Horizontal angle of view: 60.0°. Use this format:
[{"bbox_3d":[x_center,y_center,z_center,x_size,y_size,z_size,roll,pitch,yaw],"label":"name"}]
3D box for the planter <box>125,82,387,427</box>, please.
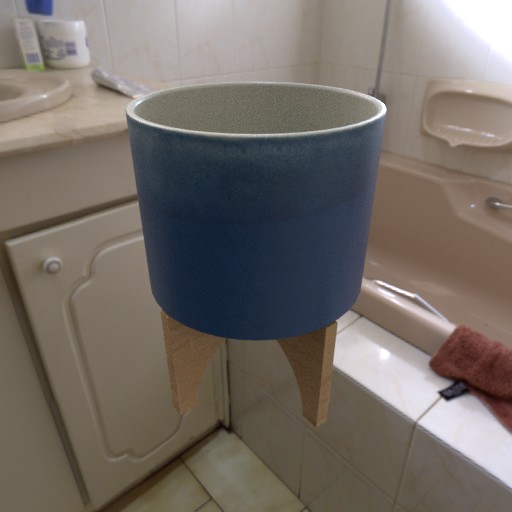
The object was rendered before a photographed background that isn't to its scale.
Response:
[{"bbox_3d":[0.000,0.000,0.548,0.261,0.367,0.261,0,30,0],"label":"planter"}]
